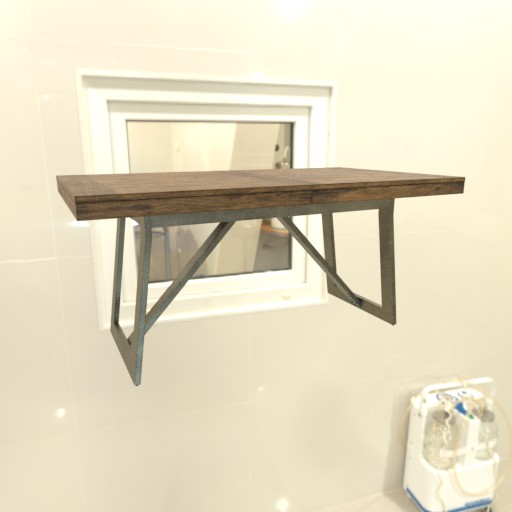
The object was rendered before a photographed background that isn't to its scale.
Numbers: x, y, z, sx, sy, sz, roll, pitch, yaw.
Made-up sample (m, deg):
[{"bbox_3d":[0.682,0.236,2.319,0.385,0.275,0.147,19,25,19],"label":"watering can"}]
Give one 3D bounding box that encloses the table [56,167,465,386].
[{"bbox_3d":[0.000,0.000,2.134,1.641,0.757,0.931,-7,16,-26],"label":"table"}]
